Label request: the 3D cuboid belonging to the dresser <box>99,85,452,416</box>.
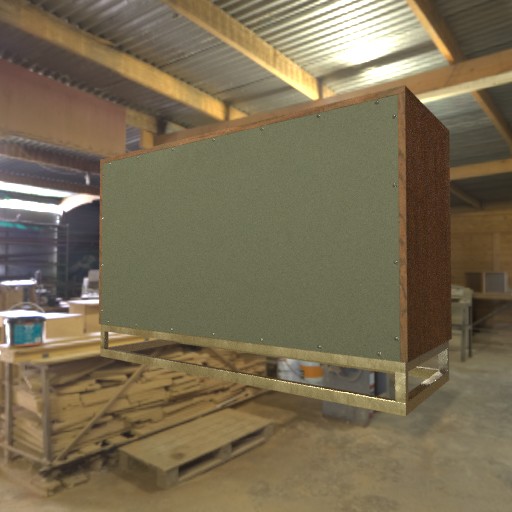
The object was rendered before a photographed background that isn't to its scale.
[{"bbox_3d":[0.000,0.000,2.147,1.646,1.061,0.623,-1,-2,36],"label":"dresser"}]
